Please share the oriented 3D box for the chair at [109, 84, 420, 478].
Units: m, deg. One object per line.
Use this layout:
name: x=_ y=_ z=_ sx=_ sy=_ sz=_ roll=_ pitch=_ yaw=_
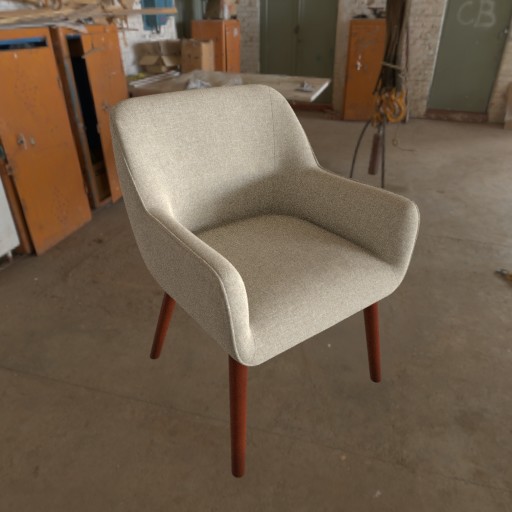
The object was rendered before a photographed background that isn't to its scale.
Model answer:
chair: x=0.000 y=0.000 z=1.235 sx=0.610 sy=0.813 sz=0.610 roll=-20 pitch=35 yaw=-32
